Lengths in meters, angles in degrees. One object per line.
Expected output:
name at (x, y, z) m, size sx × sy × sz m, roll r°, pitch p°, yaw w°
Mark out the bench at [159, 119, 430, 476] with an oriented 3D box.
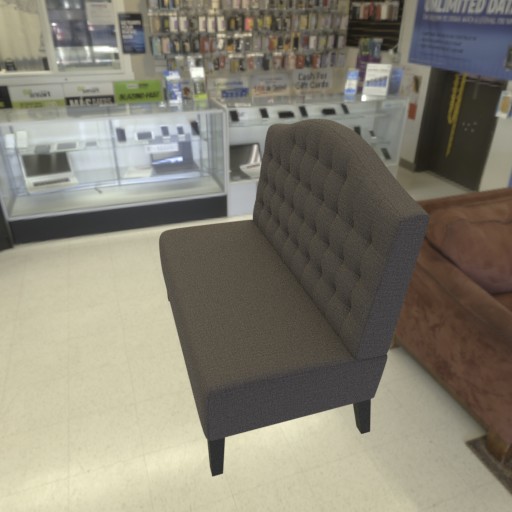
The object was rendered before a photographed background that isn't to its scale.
bench at (0.000, 0.000, 2.103) m, size 0.815 × 1.180 × 1.335 m, roll -9°, pitch 31°, yaw -15°
